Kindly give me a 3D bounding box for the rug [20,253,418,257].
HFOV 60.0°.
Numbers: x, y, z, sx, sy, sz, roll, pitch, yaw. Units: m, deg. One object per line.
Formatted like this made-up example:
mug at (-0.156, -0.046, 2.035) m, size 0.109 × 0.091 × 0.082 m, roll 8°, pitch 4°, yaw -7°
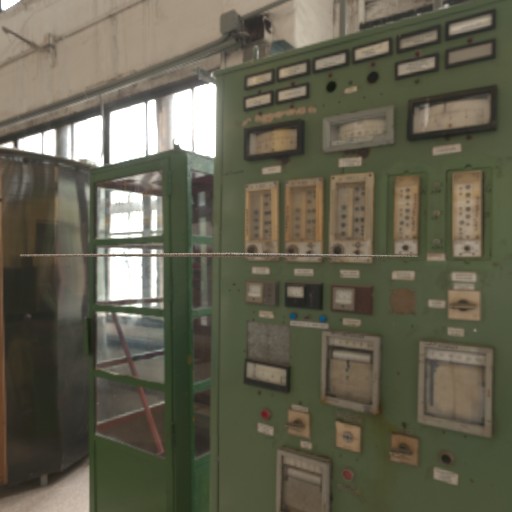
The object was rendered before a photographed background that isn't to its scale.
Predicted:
rug at (0.000, 0.000, 3.078) m, size 1.549 × 0.010 × 2.464 m, roll 0°, pitch 0°, yaw 35°
